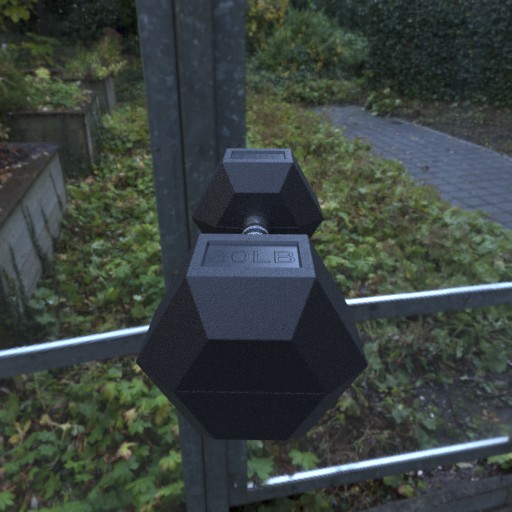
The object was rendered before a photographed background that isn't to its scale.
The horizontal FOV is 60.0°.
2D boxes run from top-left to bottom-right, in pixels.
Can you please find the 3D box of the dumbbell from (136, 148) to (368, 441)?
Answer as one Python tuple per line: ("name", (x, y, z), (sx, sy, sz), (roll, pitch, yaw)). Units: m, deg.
("dumbbell", (0.000, 0.000, 0.398), (0.142, 0.123, 0.337), (1, 27, 1))
